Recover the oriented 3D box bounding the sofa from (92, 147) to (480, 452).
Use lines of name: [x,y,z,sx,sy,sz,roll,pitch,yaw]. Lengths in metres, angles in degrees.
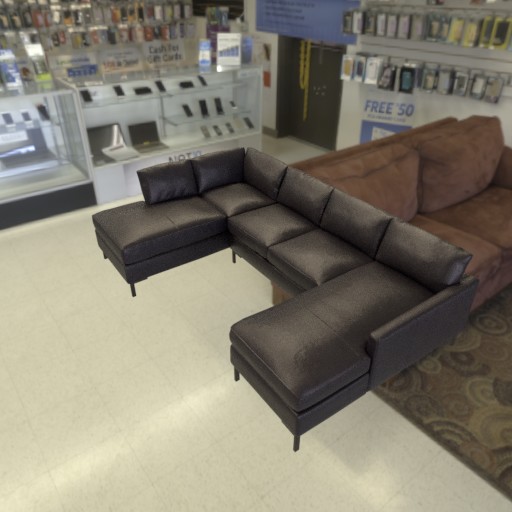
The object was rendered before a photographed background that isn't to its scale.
sofa: [0.000,0.000,3.863,1.939,0.900,2.956,-21,38,-29]
